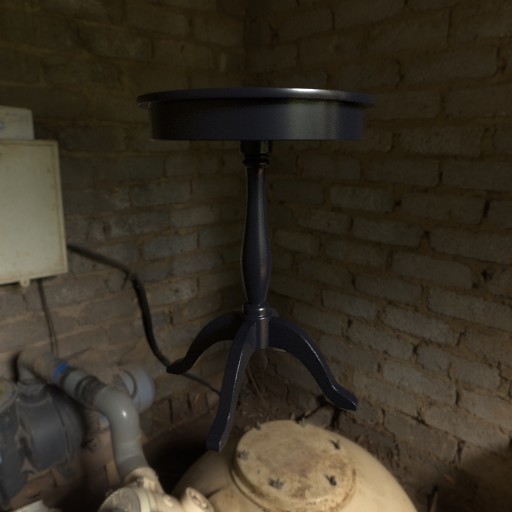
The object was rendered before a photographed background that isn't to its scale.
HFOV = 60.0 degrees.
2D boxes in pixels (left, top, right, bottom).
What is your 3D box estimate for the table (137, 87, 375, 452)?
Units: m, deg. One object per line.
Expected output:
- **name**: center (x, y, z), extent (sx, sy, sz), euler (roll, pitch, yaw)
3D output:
- **table**: center (0.000, 0.000, 0.997), extent (0.481, 0.665, 0.481), euler (0, 15, 0)
